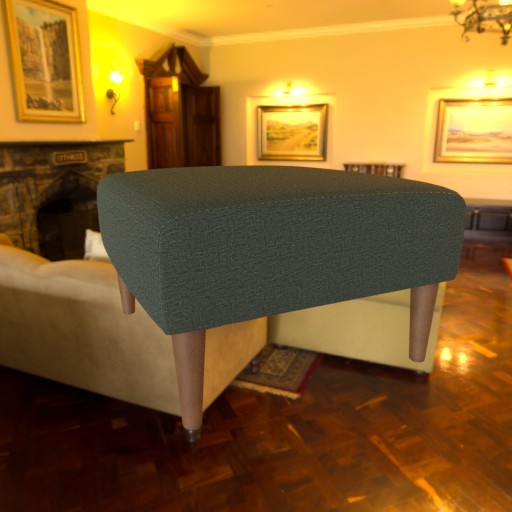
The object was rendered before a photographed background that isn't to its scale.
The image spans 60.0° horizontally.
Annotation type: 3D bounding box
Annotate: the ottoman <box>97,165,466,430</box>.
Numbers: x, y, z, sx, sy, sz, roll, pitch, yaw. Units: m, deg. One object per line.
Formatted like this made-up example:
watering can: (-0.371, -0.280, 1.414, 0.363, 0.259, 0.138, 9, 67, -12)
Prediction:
ottoman: (0.000, 0.000, 1.053, 0.649, 0.398, 0.650, -7, 17, -25)
